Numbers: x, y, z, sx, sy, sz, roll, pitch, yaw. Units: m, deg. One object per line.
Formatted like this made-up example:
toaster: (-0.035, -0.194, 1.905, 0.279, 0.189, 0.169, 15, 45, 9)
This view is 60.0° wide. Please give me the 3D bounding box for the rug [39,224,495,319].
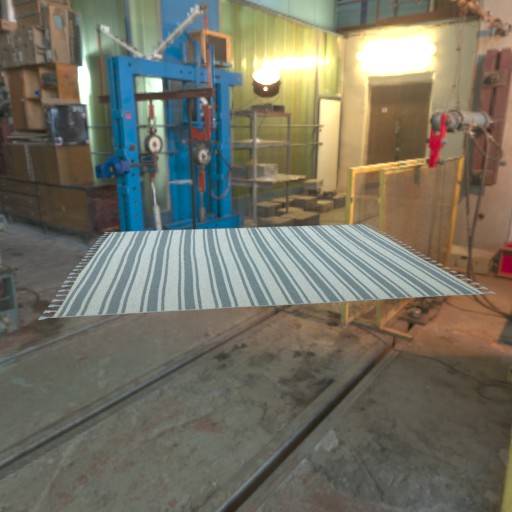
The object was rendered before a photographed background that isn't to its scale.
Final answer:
rug: (0.000, 0.000, 4.167, 3.201, 0.005, 2.439, -2, 16, -8)
